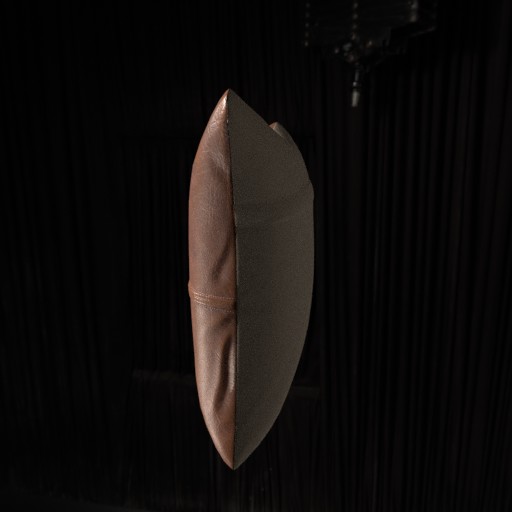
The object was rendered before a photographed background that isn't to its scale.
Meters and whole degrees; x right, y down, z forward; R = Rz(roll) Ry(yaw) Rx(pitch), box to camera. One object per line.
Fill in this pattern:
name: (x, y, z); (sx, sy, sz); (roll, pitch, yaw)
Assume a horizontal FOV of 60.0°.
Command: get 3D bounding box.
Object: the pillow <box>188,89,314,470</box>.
pillow: (0.000, 0.000, 0.744); (0.192, 0.470, 0.484); (2, 13, 9)
